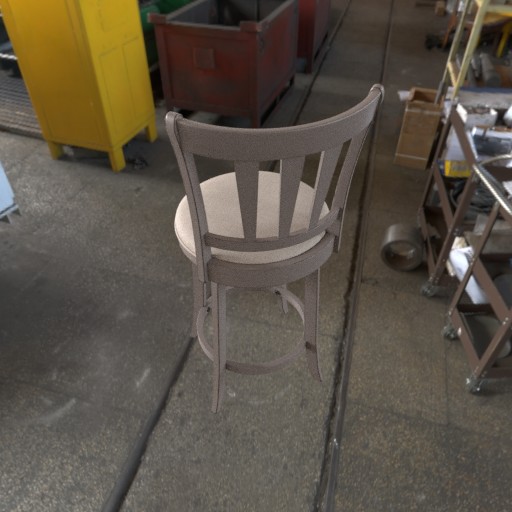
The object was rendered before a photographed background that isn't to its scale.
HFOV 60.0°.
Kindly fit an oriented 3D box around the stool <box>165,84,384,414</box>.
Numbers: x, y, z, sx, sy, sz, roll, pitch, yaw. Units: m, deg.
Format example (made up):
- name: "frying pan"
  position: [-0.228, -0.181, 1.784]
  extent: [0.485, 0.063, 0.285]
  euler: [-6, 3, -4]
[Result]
- name: "stool"
  position: [0.000, 0.000, 1.261]
  extent: [0.436, 1.023, 0.475]
  euler: [-13, 43, -14]
